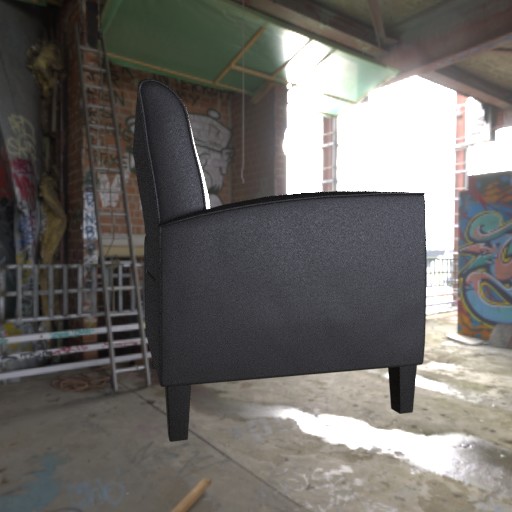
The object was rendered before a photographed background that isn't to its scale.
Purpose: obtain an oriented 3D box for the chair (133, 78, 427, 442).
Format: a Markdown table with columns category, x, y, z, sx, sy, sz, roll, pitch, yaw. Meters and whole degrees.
| category | x | y | z | sx | sy | sz | roll | pitch | yaw |
| --- | --- | --- | --- | --- | --- | --- | --- | --- | --- |
| chair | 0.000 | 0.000 | 1.553 | 0.819 | 0.916 | 0.820 | 0 | 1 | -16 |
